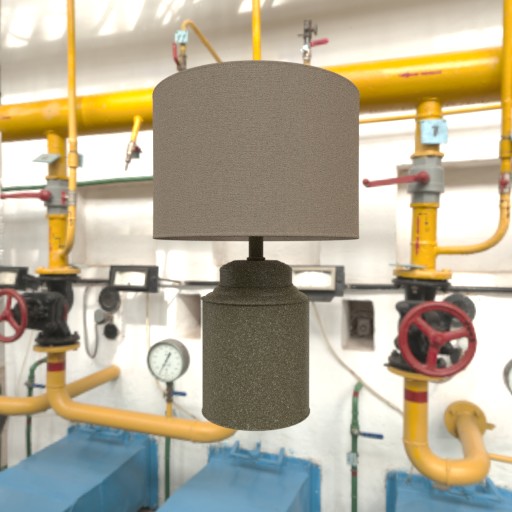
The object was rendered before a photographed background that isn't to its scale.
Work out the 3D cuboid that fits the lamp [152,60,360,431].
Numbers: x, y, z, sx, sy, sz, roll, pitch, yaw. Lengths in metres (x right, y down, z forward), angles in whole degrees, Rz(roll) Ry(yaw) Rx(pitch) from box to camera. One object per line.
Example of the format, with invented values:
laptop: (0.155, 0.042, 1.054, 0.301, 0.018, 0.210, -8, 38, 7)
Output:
lamp: (0.000, 0.000, 0.700, 0.318, 0.486, 0.318, 0, 1, 0)
